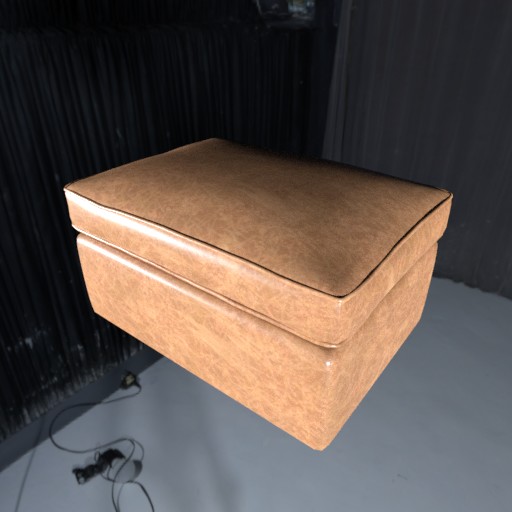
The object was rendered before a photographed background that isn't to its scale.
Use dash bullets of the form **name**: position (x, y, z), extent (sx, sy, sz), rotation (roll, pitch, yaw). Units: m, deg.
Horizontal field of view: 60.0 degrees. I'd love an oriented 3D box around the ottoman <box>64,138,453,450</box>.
- **ottoman**: position (0.000, 0.000, 1.115), extent (0.756, 0.468, 0.554), rotation (21, 36, 32)
